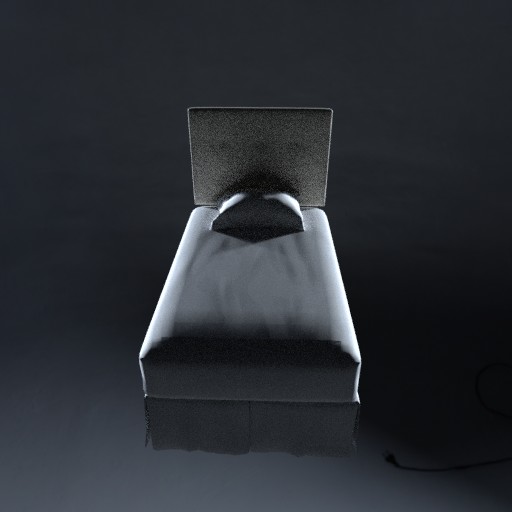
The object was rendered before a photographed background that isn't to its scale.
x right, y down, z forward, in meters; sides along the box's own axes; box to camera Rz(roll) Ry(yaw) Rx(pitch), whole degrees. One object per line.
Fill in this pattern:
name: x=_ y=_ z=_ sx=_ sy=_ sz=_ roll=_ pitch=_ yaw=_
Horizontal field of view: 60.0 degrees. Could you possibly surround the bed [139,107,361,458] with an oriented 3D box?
bed: x=0.000 y=0.000 z=3.053 sx=1.261 sy=1.571 sz=1.997 roll=1 pitch=31 yaw=2
